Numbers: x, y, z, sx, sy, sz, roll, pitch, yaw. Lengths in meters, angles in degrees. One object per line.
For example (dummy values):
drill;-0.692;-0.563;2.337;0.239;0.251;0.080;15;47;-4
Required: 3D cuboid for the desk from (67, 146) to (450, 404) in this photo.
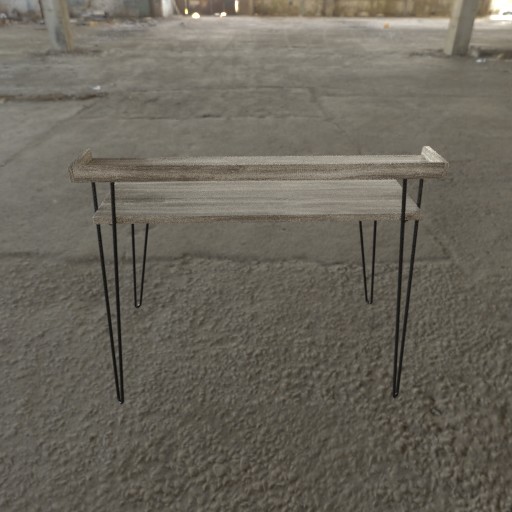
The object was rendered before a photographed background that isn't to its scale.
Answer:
desk;0.000;0.000;1.655;1.135;0.899;0.605;-1;31;-1
